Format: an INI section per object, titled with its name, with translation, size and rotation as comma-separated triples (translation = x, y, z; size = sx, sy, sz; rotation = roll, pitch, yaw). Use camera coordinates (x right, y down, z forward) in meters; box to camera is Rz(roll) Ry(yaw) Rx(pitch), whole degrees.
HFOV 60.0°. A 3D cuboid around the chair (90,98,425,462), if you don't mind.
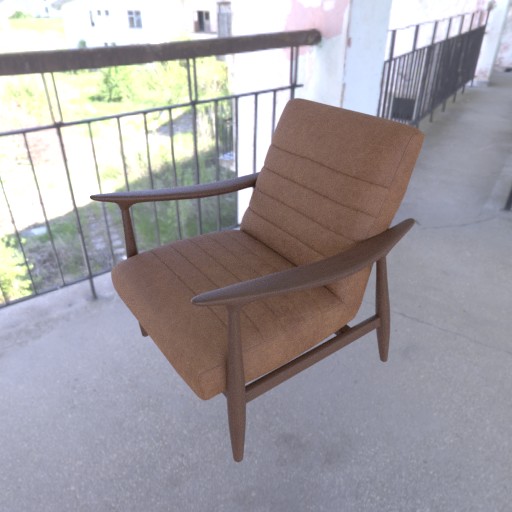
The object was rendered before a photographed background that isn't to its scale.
[chair]
translation = 0.000, 0.000, 1.438
size = 0.798, 0.832, 0.741
rotation = -20, 36, -30
